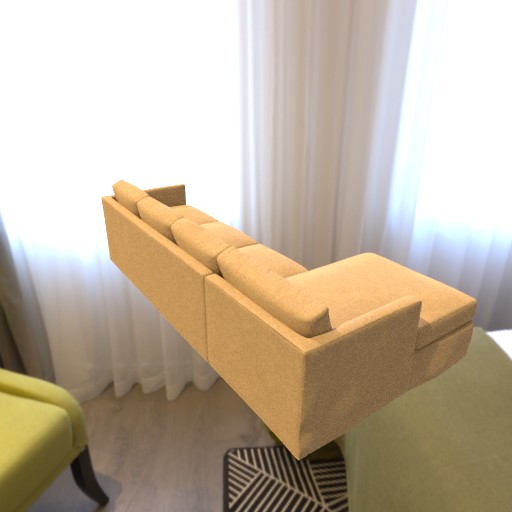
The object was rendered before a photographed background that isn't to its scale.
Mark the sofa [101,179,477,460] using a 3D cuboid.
[{"bbox_3d":[0.000,0.000,3.837,1.638,0.920,3.198,-16,29,-31],"label":"sofa"}]
